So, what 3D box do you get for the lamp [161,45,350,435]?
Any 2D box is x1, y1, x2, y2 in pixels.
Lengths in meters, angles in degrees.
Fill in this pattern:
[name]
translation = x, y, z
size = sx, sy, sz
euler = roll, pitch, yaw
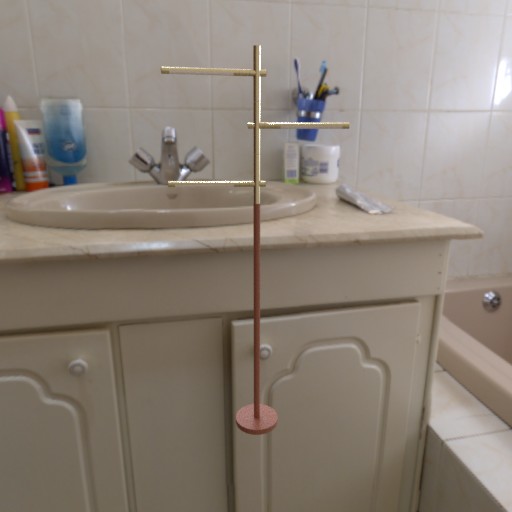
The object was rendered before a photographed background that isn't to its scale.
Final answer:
[lamp]
translation = 0.000, 0.000, 1.962
size = 0.737, 1.704, 0.209
euler = -3, 16, -9
